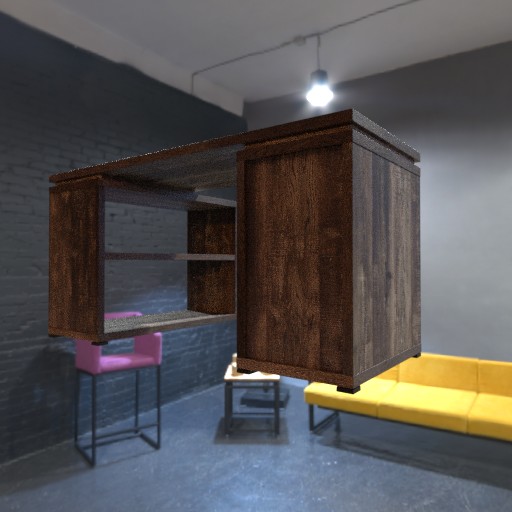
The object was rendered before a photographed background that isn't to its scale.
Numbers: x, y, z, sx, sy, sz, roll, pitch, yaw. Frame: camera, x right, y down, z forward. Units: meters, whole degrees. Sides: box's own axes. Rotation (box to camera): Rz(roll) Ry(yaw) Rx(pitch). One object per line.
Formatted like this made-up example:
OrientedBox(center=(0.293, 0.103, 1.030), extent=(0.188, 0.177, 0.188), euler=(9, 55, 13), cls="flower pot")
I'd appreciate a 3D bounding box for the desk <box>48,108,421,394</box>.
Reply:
OrientedBox(center=(0.000, 0.000, 2.100), extent=(1.524, 0.753, 1.200), euler=(-1, -1, 37), cls="desk")
